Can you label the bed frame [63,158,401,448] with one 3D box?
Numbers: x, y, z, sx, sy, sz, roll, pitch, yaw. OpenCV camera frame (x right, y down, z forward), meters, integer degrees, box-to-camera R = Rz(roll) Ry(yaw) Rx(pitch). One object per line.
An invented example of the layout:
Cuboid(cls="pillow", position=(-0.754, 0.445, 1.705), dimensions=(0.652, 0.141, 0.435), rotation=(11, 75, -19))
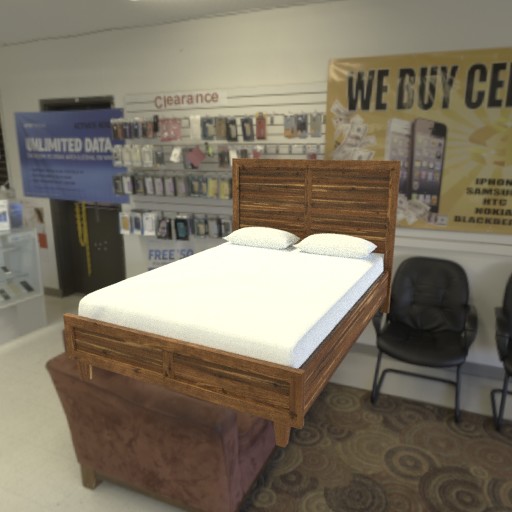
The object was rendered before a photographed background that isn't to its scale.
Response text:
Cuboid(cls="bed frame", position=(0.000, 0.000, 3.472), dimensions=(1.696, 1.417, 2.276), rotation=(7, 16, 27))
